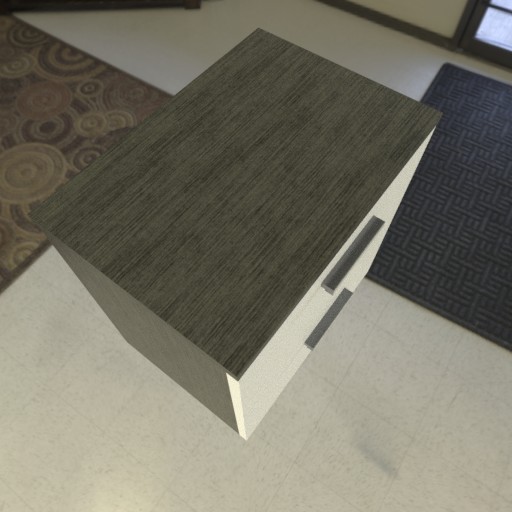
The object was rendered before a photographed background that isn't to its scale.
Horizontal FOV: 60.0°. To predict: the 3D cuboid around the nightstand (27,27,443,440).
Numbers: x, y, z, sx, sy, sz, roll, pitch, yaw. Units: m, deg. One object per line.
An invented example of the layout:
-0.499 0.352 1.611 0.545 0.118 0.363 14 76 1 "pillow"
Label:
0.000 0.000 0.747 0.325 0.460 0.441 33 65 18 "nightstand"
